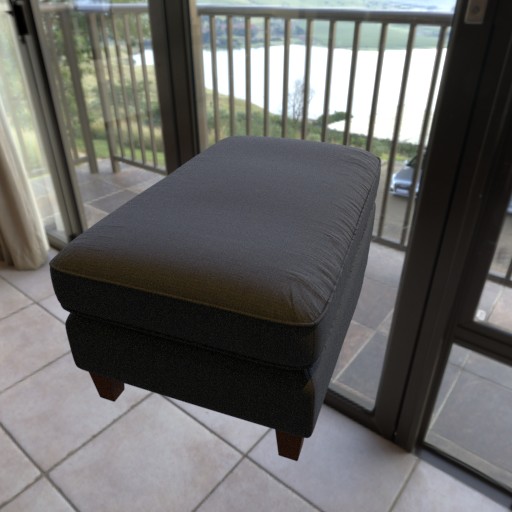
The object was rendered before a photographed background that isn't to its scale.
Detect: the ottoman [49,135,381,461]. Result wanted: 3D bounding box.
[{"bbox_3d":[0.000,0.000,1.192,0.570,0.438,0.885,11,33,17],"label":"ottoman"}]
